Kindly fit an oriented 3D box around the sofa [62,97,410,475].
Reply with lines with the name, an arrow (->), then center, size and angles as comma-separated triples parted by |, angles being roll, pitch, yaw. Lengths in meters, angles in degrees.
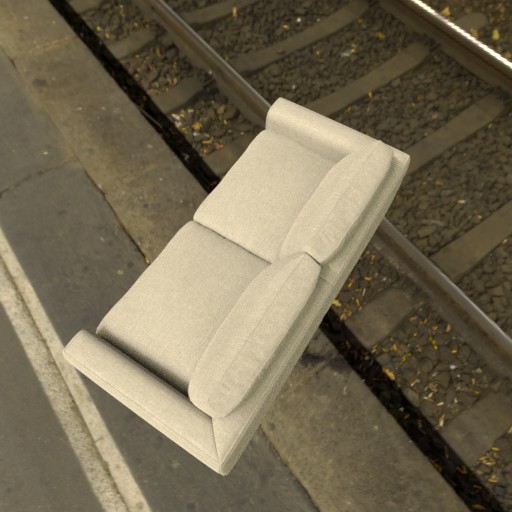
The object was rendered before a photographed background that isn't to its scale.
sofa -> 0.000, 0.000, 2.769 | 1.070, 0.801, 2.262 | 29, 66, 15
